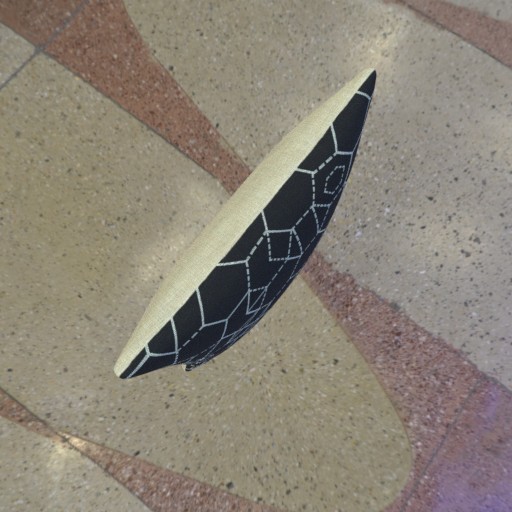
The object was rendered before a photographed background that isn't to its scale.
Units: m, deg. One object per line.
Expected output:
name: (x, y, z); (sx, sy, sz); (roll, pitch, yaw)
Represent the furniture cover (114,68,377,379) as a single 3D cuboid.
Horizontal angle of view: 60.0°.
furniture cover: (0.000, 0.000, 0.797); (0.158, 0.508, 0.517); (37, 79, 8)
